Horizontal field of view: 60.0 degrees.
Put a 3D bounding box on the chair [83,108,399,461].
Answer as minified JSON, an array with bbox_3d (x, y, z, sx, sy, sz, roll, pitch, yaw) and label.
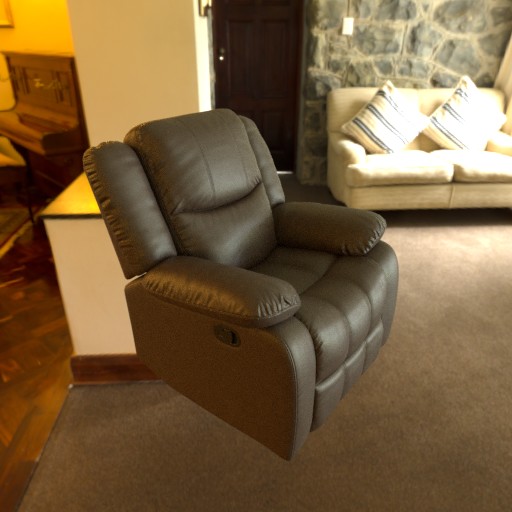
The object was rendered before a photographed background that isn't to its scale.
[{"bbox_3d":[0.000,0.000,1.726,0.934,1.009,0.899,19,32,33],"label":"chair"}]
